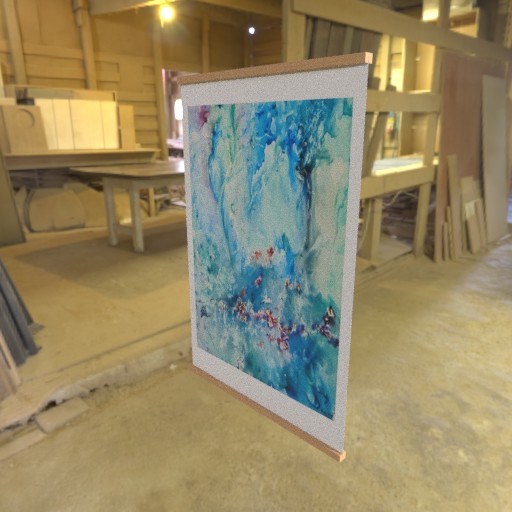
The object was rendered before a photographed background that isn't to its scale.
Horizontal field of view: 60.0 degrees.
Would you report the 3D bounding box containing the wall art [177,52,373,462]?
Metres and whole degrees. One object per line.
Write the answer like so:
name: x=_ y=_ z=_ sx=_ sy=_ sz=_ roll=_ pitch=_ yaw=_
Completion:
wall art: x=0.000 y=0.000 z=1.915 sx=0.040 sy=1.510 sz=0.991 roll=-15 pitch=22 yaw=-43
